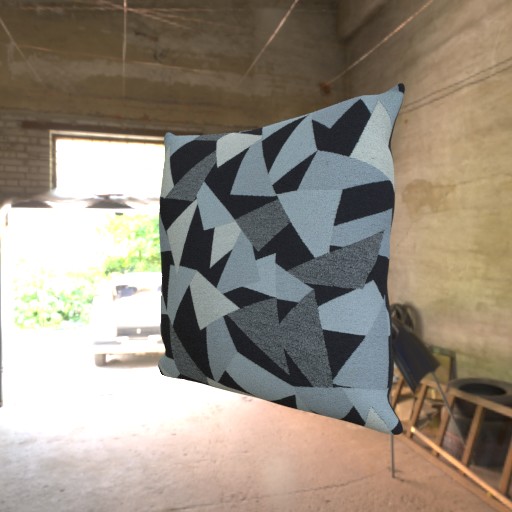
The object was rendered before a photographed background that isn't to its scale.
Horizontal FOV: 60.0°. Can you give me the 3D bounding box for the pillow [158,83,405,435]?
[{"bbox_3d":[0.000,0.000,0.757,0.503,0.496,0.208,1,1,37],"label":"pillow"}]
